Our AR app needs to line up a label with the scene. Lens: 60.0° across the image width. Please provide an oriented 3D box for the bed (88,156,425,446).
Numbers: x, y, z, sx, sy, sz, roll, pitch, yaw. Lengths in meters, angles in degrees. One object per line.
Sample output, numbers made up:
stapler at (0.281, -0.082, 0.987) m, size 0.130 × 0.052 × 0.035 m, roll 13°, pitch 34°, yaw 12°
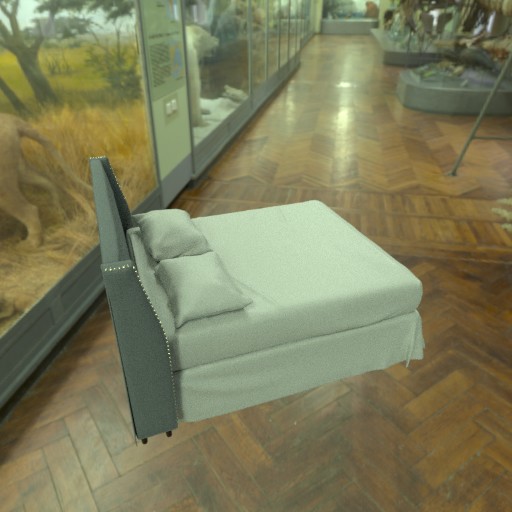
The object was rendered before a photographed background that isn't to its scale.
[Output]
bed at (0.000, 0.000, 3.534) m, size 2.276 × 1.332 × 1.925 m, roll -10°, pitch 31°, yaw -17°
